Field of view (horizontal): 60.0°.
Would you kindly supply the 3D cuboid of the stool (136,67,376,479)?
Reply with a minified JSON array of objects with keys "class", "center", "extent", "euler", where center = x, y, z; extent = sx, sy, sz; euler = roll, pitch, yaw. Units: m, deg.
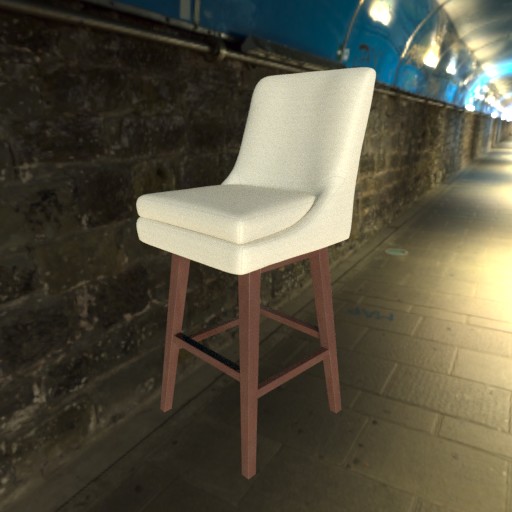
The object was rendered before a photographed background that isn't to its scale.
[{"class":"stool","center":[0.000,0.000,1.374],"extent":[0.559,1.093,0.483],"euler":[-16,23,-42]}]
